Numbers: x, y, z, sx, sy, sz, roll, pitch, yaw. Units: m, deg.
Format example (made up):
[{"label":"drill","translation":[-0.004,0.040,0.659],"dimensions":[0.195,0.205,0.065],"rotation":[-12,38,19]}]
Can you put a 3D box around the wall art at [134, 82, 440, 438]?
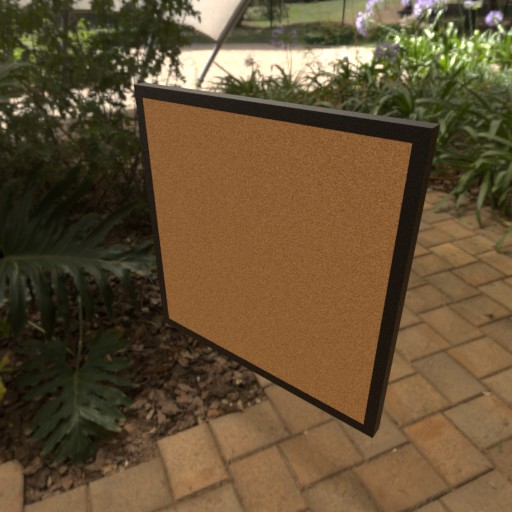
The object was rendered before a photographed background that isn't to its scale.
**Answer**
[{"label":"wall art","translation":[0.000,0.000,1.130],"dimensions":[0.762,0.762,0.038],"rotation":[21,36,32]}]
